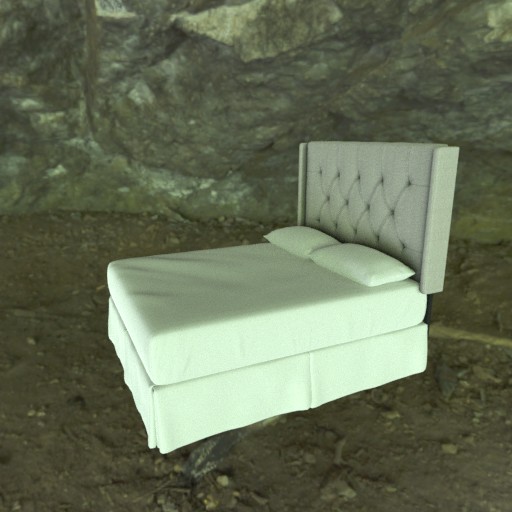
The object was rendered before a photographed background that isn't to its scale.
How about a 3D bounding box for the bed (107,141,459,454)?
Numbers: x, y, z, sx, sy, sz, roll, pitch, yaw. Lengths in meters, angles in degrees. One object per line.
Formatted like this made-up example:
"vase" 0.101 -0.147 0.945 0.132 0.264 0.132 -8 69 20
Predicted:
"bed" 0.000 0.000 3.355 2.066 1.665 1.719 -7 17 -25
